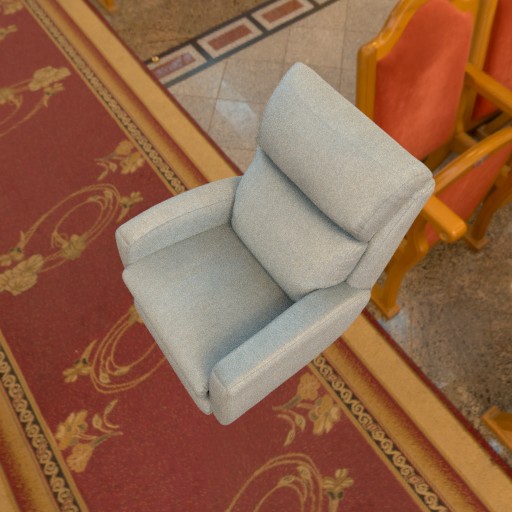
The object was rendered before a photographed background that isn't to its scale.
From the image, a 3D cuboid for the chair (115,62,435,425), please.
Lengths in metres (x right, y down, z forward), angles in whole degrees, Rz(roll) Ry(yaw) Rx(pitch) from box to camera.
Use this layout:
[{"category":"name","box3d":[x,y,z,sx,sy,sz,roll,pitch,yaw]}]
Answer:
[{"category":"chair","box3d":[0.000,0.000,1.671,0.940,1.016,0.794,-32,66,-17]}]
